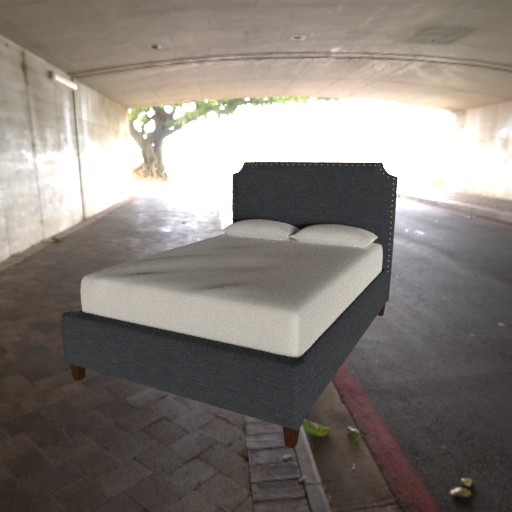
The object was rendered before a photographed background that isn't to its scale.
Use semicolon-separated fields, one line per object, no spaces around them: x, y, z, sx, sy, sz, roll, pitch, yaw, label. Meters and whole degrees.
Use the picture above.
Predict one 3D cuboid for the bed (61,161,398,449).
0.000;0.000;3.511;1.713;1.443;2.372;6;14;26;bed
